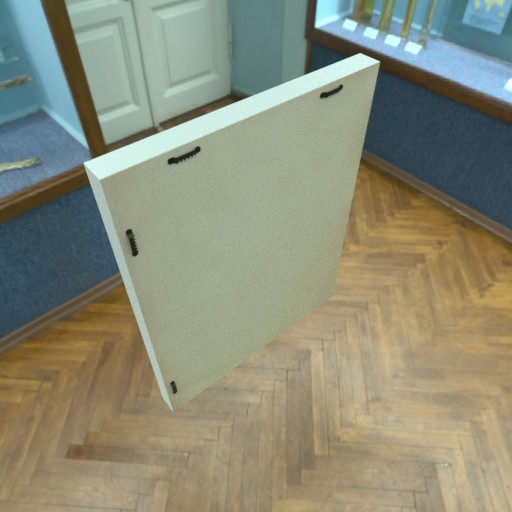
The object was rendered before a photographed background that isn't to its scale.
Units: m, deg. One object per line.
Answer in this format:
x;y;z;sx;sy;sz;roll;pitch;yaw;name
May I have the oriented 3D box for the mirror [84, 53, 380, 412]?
0.000;0.000;0.697;0.406;0.509;0.041;-31;54;-26;mirror
